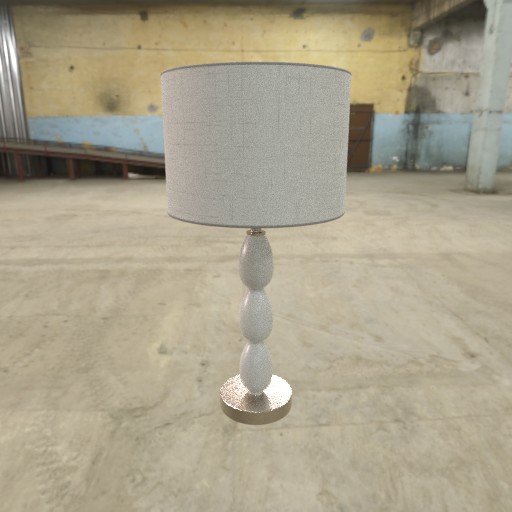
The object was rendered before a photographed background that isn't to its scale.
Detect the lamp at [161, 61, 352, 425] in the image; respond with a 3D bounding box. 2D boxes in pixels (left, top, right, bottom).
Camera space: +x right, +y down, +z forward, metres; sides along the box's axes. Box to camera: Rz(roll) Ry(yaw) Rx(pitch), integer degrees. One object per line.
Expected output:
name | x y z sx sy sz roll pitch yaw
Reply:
lamp | 0.000 0.000 0.738 0.282 0.559 0.280 8 17 26
